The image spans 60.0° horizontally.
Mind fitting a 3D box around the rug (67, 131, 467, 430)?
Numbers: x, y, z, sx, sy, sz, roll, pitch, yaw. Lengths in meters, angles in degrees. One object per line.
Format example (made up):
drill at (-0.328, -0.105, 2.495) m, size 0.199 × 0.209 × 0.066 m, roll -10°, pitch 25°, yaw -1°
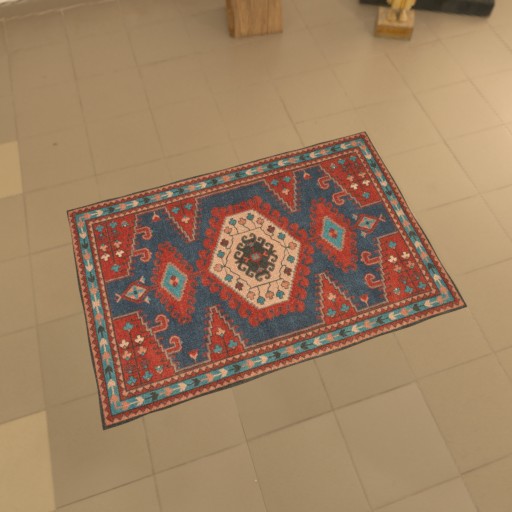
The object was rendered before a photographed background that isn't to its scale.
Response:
rug at (0.000, 0.000, 2.329) m, size 1.820 × 0.012 × 1.207 m, roll -17°, pitch 64°, yaw -8°
